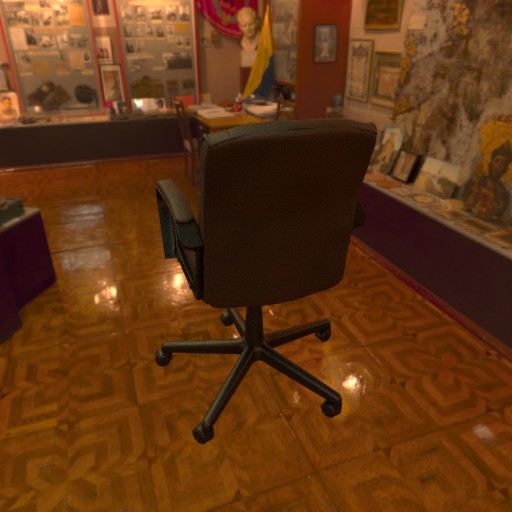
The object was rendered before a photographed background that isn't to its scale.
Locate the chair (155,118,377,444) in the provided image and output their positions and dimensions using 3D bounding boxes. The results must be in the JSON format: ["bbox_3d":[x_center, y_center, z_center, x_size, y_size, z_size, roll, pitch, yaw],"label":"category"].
[{"bbox_3d":[0.000,0.000,1.510,0.739,1.004,0.717,-9,28,-16],"label":"chair"}]
